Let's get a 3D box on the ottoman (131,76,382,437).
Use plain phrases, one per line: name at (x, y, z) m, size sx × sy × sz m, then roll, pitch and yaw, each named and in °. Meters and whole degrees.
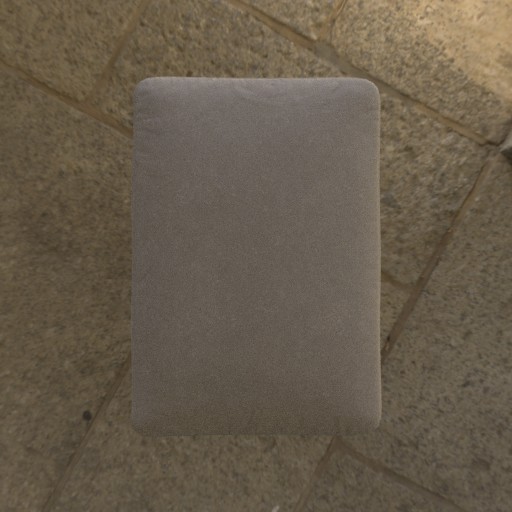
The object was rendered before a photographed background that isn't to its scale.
ottoman at (0.000, 0.000, 1.578) m, size 0.840 × 0.429 × 1.199 m, roll 0°, pitch 89°, yaw -1°
